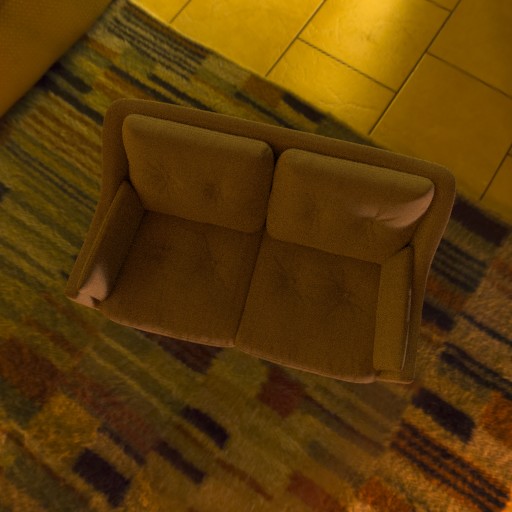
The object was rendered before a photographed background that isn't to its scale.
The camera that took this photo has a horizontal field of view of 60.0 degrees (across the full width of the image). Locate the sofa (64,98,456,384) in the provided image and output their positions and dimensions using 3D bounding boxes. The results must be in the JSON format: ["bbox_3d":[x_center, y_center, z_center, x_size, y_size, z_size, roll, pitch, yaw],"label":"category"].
[{"bbox_3d":[0.000,0.000,2.221,1.652,0.888,0.965,13,75,4],"label":"sofa"}]
